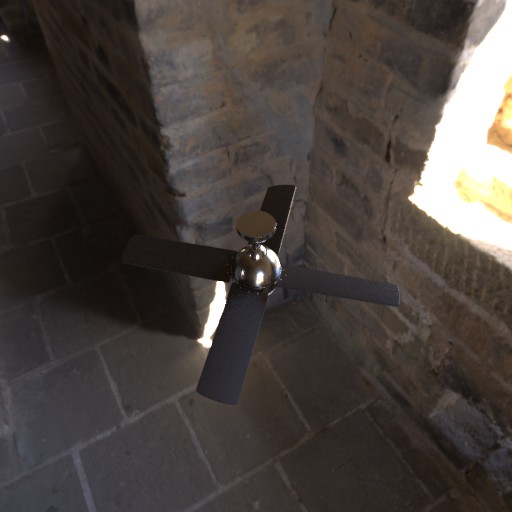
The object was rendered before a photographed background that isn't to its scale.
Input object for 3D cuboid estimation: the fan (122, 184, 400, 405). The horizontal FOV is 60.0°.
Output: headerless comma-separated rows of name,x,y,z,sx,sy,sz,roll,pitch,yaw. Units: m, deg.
fan,0.000,0.000,2.031,1.332,0.403,1.332,10,48,9
